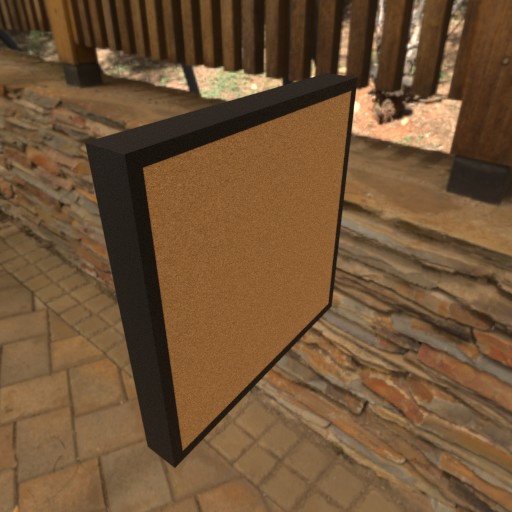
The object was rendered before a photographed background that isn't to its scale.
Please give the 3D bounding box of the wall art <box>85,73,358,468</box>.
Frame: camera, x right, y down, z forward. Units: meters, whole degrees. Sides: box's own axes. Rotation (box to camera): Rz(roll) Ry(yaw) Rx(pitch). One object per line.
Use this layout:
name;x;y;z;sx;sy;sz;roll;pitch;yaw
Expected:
wall art;0.000;0.000;0.449;0.038;0.304;0.305;22;38;31
